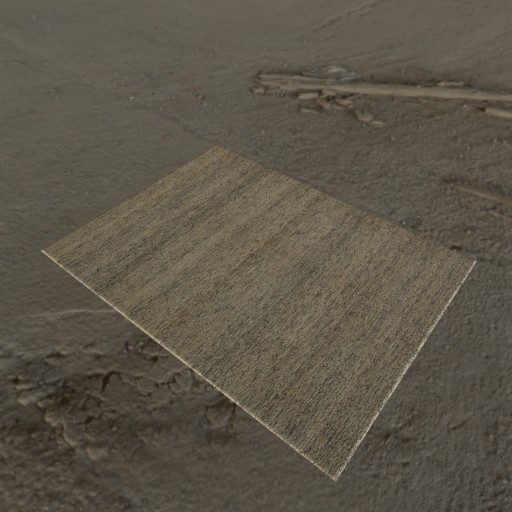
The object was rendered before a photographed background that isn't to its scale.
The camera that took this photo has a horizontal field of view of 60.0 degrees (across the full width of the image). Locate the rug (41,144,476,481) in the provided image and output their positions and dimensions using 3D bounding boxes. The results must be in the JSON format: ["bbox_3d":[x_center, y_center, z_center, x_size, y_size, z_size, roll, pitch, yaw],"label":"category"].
[{"bbox_3d":[0.000,0.000,4.075,3.199,0.036,2.414,30,52,27],"label":"rug"}]
